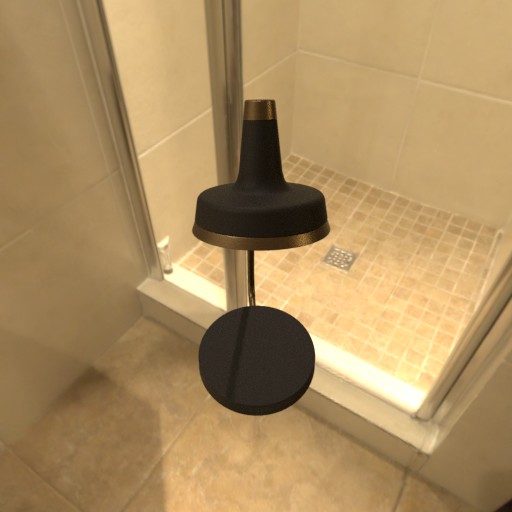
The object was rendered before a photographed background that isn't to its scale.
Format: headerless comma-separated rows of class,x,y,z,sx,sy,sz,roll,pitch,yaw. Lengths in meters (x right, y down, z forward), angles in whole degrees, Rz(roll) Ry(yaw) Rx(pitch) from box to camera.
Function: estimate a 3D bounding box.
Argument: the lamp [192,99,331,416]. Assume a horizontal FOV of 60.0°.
lamp,0.000,0.000,0.496,0.162,0.385,0.218,-3,46,-3
